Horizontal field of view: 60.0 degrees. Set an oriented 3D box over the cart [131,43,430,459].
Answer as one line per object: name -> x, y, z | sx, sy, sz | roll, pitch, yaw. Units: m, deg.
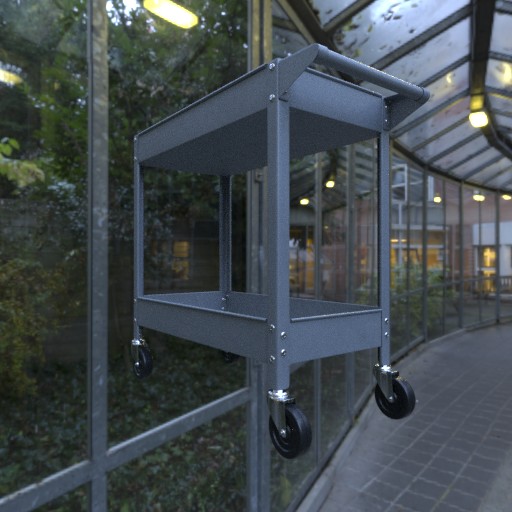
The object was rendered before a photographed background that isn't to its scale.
cart -> 0.000, 0.000, 1.135 | 0.366, 0.719, 0.779 | 0, 0, -38
